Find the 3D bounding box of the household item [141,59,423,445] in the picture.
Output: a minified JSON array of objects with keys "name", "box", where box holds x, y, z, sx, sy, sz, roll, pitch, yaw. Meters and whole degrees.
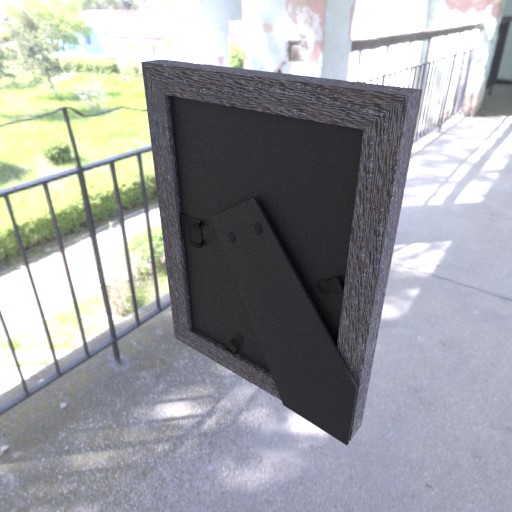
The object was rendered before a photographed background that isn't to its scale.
[{"name":"household item","box":[0.000,0.000,0.273,0.160,0.210,0.020,21,37,32]}]
